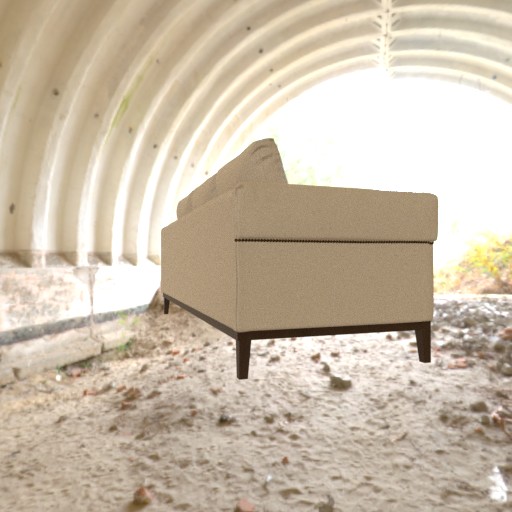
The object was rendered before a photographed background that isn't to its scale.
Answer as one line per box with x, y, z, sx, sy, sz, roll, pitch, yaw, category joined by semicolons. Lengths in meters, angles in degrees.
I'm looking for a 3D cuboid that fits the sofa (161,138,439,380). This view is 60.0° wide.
0.000;0.000;2.724;0.902;0.911;2.198;0;-1;-19;sofa
